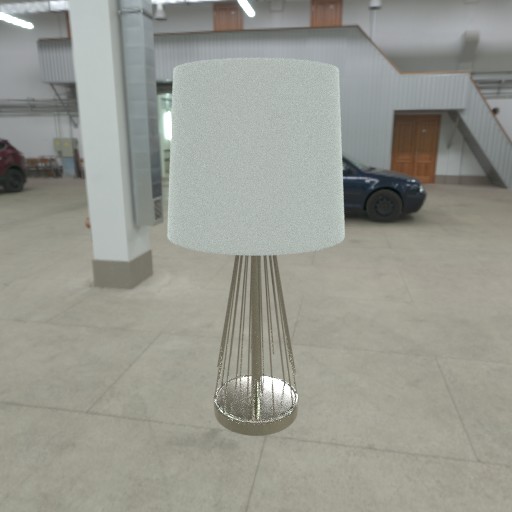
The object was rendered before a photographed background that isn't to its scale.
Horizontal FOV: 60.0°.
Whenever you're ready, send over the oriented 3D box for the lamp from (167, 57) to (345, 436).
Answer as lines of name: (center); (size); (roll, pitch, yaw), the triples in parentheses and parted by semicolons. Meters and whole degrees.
lamp: (0.000, 0.000, 0.782); (0.303, 0.618, 0.303); (0, 15, 0)
